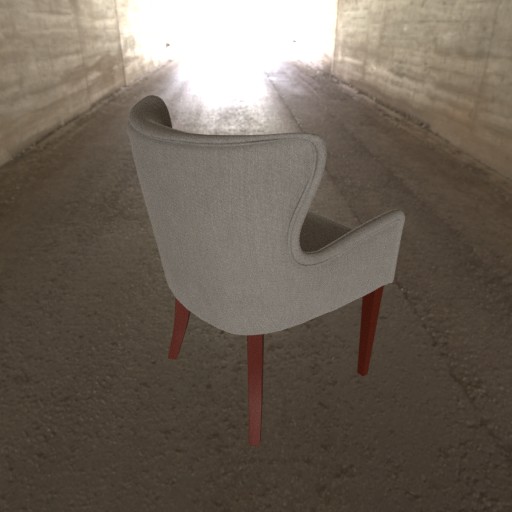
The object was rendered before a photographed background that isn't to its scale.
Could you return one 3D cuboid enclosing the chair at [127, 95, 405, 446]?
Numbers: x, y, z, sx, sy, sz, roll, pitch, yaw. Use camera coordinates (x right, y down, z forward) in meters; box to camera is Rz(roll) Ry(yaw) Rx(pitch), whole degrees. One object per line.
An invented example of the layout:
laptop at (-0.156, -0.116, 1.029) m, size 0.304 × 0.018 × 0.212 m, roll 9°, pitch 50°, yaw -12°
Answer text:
chair at (0.000, 0.000, 1.445) m, size 0.677 × 0.948 × 0.732 m, roll -20°, pitch 34°, yaw -34°
